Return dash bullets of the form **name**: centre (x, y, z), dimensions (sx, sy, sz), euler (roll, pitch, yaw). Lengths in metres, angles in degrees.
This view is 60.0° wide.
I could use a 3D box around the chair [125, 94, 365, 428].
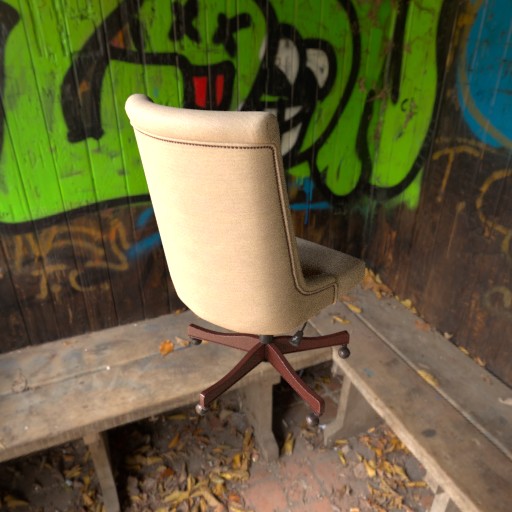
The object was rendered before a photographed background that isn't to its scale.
- **chair**: centre (0.000, 0.000, 1.434), dimensions (0.645, 1.010, 0.696), euler (20, 34, 33)
